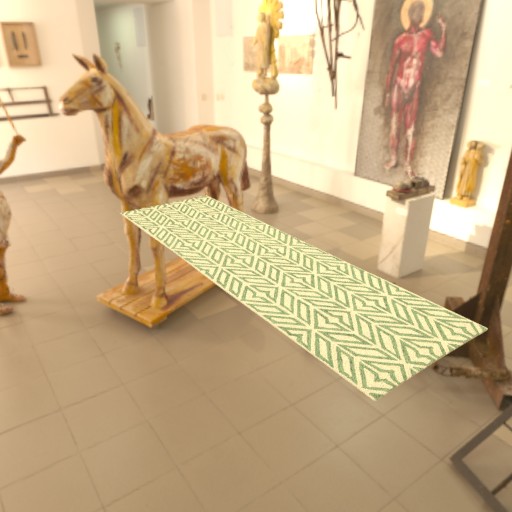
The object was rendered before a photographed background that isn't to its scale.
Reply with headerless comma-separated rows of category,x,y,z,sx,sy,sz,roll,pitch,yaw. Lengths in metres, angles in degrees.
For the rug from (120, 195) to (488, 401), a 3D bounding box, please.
rug,0.000,0.000,2.639,0.750,0.009,2.435,-17,30,-32
